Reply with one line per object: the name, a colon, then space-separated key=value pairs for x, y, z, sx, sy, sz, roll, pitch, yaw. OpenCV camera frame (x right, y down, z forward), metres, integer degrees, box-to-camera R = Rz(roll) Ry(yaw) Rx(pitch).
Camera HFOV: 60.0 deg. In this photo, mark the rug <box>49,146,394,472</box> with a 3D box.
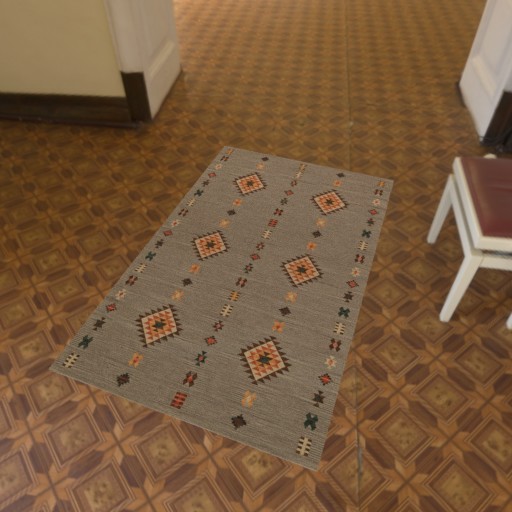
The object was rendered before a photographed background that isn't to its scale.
rug: x=0.000 y=0.000 z=3.035 sx=1.515 sy=0.007 sz=2.427 roll=15 pitch=47 yaw=14
